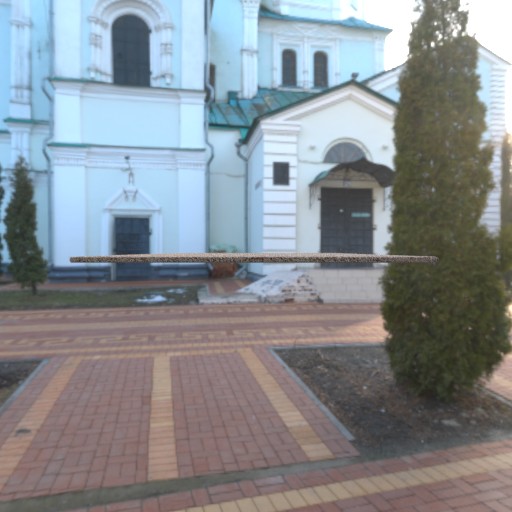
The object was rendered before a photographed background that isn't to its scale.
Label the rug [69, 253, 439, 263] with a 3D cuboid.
[{"bbox_3d":[0.000,0.000,3.485,1.778,0.030,2.743,0,1,1],"label":"rug"}]
